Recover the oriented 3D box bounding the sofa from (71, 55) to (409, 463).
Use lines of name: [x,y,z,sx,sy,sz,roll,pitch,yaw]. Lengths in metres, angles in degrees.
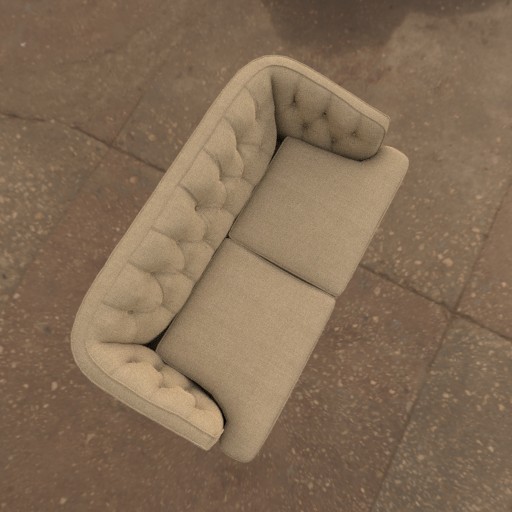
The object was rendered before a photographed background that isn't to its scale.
sofa: [0.000,0.000,2.229,0.941,0.855,1.733,29,77,7]
